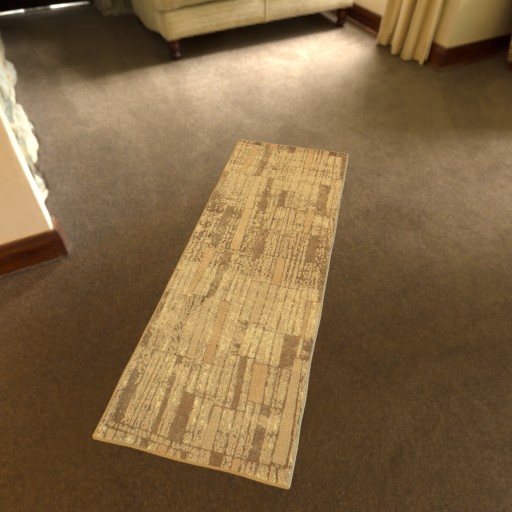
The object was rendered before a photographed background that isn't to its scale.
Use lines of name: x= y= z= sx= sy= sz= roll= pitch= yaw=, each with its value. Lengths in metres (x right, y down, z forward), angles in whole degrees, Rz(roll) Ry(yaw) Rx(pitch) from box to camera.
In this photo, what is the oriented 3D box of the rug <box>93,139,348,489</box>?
rug: x=0.000 y=0.000 z=2.594 sx=0.857 sy=0.018 sz=2.383 roll=10 pitch=47 yaw=9
